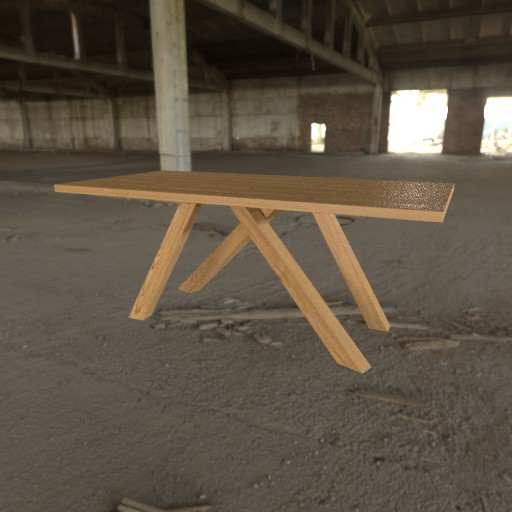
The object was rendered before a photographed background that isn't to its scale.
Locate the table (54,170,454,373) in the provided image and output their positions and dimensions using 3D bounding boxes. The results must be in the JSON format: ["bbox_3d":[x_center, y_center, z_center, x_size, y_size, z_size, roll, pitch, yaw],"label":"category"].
[{"bbox_3d":[0.000,0.000,2.326,1.797,0.750,0.901,7,17,24],"label":"table"}]
